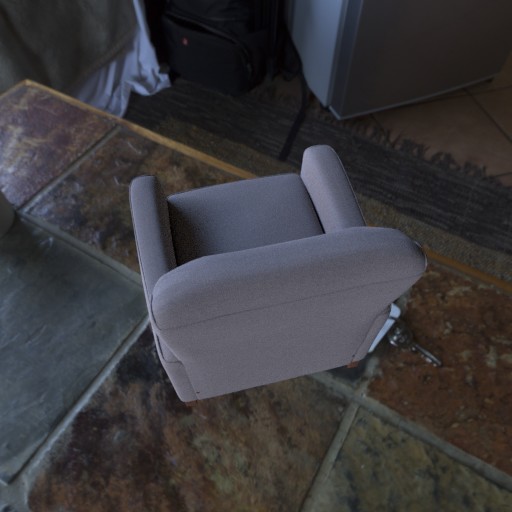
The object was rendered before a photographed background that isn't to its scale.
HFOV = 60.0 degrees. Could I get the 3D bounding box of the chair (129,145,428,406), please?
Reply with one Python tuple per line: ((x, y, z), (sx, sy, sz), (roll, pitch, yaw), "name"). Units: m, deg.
((0.000, 0.000, 1.646), (0.845, 1.023, 0.859), (-12, 58, -7), "chair")
